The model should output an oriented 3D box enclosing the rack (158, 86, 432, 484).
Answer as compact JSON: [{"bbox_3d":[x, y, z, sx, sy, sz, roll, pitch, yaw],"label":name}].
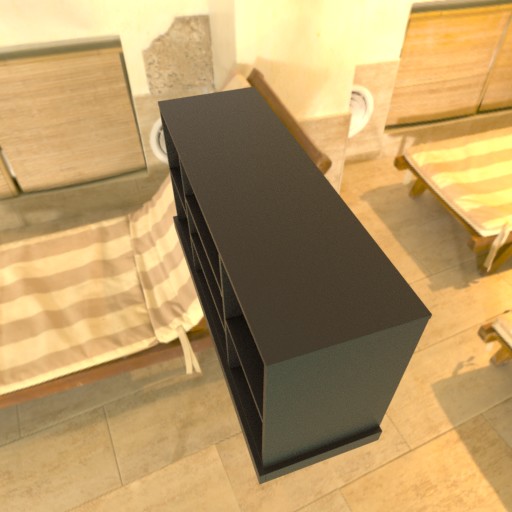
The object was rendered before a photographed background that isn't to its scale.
[{"bbox_3d":[0.000,0.000,1.529,0.399,0.635,1.206,-14,47,-13],"label":"rack"}]
